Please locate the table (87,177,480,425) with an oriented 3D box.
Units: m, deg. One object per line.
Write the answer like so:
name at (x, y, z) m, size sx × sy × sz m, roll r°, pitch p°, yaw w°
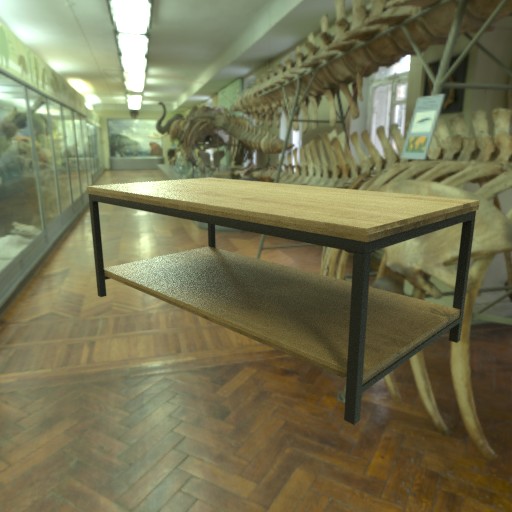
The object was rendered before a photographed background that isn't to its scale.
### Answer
table at (0.000, 0.000, 1.392) m, size 1.100 × 0.399 × 0.551 m, roll 14°, pitch 20°, yaw 43°
